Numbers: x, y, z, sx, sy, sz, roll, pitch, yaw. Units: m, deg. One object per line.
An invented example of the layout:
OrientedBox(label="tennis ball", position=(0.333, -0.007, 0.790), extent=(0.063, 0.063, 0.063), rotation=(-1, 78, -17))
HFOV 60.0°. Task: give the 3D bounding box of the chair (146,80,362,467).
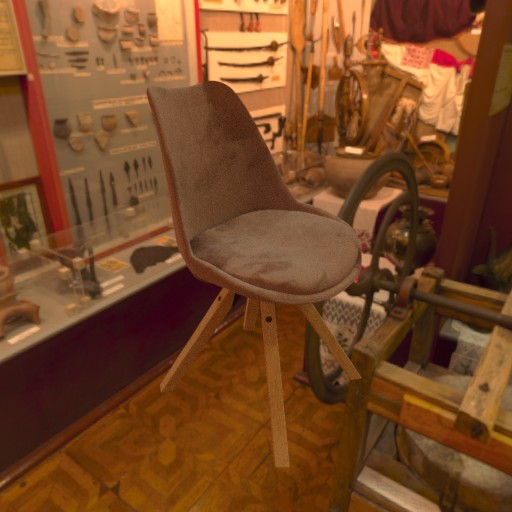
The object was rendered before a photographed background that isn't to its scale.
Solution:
OrientedBox(label="chair", position=(0.000, 0.000, 1.199), extent=(0.550, 0.850, 0.485), rotation=(19, 32, 33))
